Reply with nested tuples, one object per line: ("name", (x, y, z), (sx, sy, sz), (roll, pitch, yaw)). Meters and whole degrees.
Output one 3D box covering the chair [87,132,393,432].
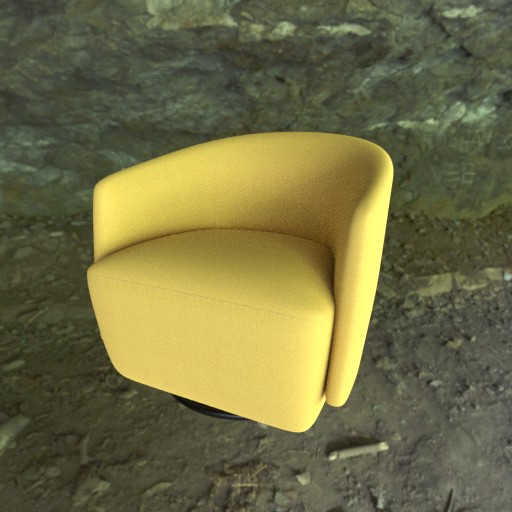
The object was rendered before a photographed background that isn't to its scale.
("chair", (0.000, 0.000, 1.329), (0.773, 0.698, 0.767), (9, 19, 25))
